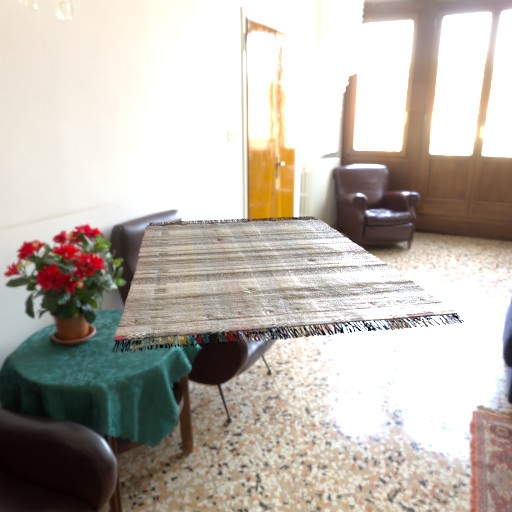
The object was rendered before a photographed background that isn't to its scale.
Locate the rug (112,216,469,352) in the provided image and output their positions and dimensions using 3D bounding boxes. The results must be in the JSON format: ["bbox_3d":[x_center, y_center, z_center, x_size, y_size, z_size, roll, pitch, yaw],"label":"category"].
[{"bbox_3d":[0.000,0.000,2.297,1.217,0.012,1.848,-3,17,-9],"label":"rug"}]
